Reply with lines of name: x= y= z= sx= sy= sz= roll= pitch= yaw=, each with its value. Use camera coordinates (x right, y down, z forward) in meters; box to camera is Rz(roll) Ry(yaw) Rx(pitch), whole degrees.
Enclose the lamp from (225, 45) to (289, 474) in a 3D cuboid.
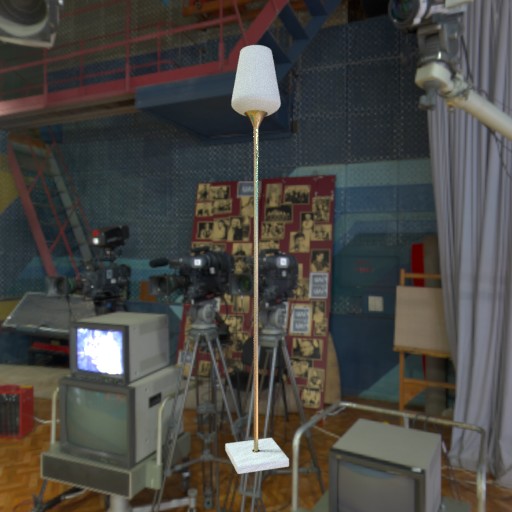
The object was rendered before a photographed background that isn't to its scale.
lamp: x=0.000 y=0.000 z=1.981 sx=0.229 sy=1.813 sz=0.232 roll=0 pitch=0 yaw=-17
